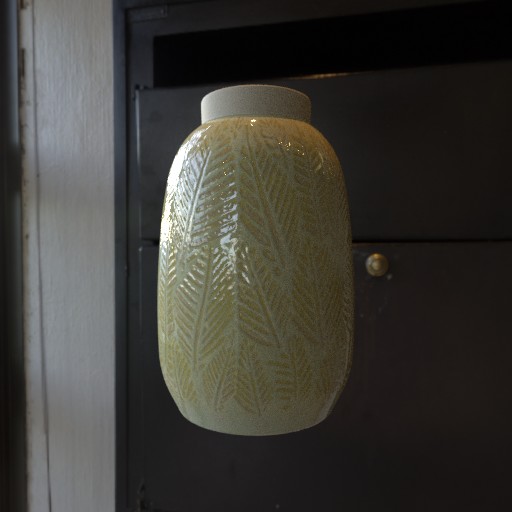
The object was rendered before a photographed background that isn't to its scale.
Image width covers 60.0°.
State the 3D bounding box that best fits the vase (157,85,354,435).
[{"bbox_3d":[0.000,0.000,0.396,0.172,0.270,0.172,0,1,0],"label":"vase"}]
